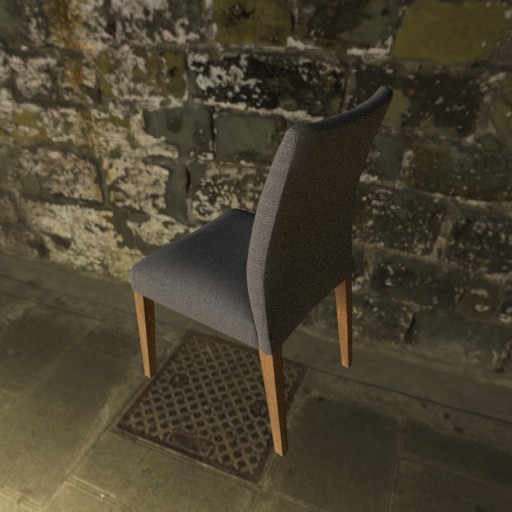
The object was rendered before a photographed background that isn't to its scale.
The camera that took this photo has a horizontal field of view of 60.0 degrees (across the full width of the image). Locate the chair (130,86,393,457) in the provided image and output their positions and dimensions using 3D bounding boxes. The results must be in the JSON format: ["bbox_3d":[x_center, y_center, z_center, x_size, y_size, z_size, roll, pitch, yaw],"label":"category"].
[{"bbox_3d":[0.000,0.000,1.296,0.585,0.940,0.496,22,39,30],"label":"chair"}]
